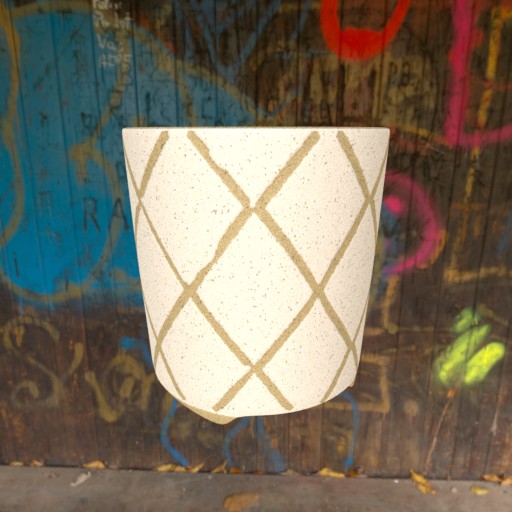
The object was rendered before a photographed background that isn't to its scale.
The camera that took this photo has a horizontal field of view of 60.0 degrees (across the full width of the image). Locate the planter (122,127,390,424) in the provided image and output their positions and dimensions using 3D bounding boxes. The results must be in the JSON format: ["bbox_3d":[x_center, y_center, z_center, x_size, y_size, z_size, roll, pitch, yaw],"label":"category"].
[{"bbox_3d":[0.000,0.000,0.423,0.228,0.235,0.228,0,16,0],"label":"planter"}]
